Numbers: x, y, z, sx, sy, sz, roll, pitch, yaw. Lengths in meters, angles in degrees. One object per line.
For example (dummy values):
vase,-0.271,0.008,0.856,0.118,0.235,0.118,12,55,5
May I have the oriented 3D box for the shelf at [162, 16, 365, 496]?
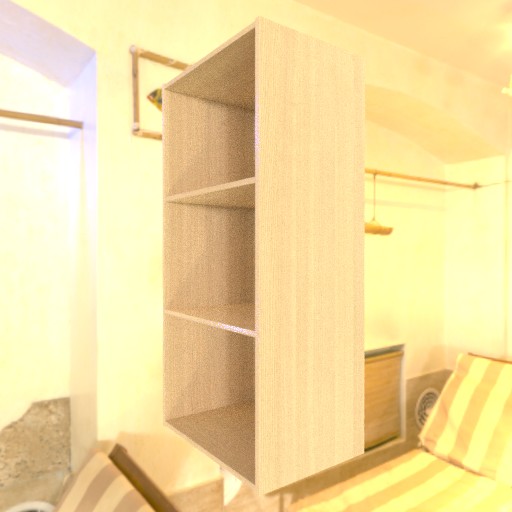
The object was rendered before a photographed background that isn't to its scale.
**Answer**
shelf,0.000,0.000,1.061,0.292,0.876,0.417,0,1,-36
